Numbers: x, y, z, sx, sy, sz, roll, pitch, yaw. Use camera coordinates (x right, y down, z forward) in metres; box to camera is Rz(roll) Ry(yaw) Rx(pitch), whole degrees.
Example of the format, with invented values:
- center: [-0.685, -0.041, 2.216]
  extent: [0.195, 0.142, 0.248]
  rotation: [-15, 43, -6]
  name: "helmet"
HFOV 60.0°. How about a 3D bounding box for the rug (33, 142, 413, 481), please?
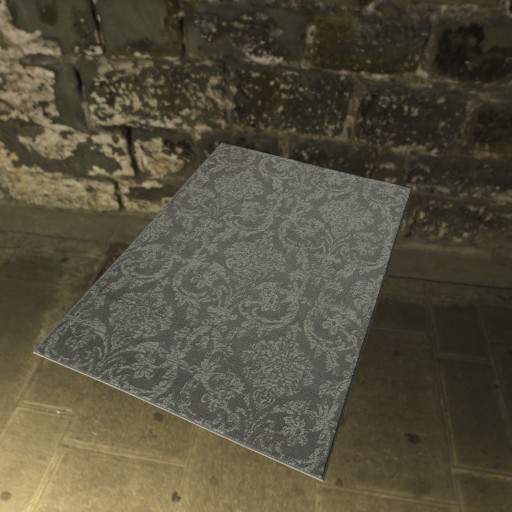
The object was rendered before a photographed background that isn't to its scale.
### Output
- center: [0.000, 0.000, 2.792]
  extent: [1.578, 0.014, 2.206]
  rotation: [17, 48, 16]
  name: "rug"
